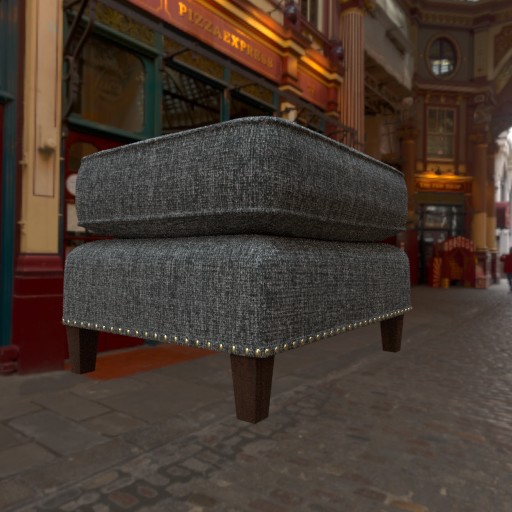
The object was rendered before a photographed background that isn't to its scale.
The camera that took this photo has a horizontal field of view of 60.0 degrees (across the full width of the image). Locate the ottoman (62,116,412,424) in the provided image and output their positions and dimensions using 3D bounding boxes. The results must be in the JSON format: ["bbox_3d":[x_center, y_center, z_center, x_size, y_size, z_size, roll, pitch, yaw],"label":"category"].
[{"bbox_3d":[0.000,0.000,1.135,0.589,0.537,0.738,0,0,37],"label":"ottoman"}]
